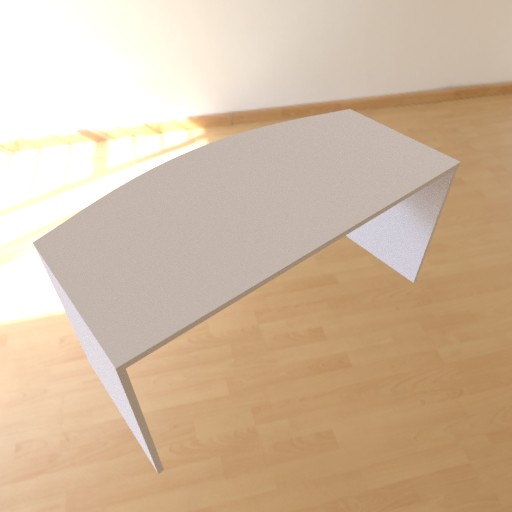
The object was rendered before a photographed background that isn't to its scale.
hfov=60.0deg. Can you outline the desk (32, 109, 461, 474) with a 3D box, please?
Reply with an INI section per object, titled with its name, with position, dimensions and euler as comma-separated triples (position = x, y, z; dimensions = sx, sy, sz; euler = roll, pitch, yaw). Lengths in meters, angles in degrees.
[desk]
position = 0.000, 0.000, 2.016
dimensions = 1.600, 0.750, 0.802
euler = -29, 51, -27
